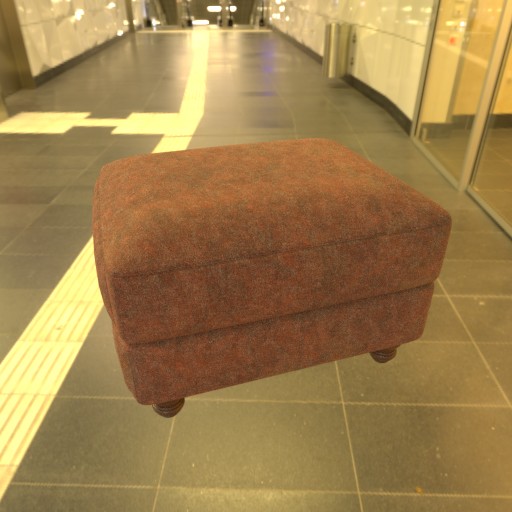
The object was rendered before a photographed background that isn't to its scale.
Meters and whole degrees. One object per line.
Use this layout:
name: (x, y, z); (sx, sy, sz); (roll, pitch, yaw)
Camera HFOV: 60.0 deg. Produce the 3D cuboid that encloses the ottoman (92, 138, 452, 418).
ottoman: (0.000, 0.000, 1.191); (0.787, 0.508, 0.635); (-9, 32, -15)
